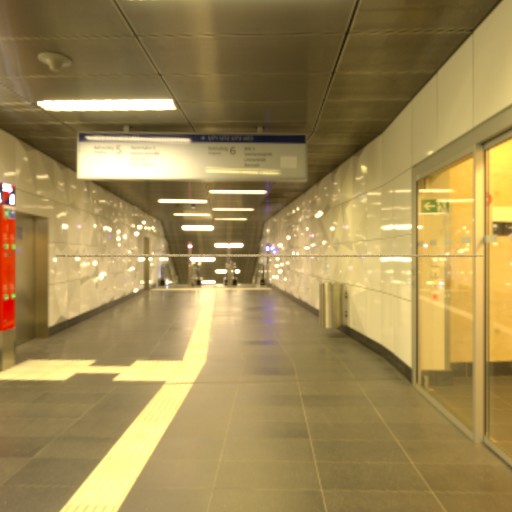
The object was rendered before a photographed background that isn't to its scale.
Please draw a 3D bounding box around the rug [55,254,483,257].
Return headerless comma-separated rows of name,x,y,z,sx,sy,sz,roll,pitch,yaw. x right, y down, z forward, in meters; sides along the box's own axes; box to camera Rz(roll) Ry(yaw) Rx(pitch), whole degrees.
rug,0.000,0.000,2.897,2.233,0.011,1.514,0,0,-18
